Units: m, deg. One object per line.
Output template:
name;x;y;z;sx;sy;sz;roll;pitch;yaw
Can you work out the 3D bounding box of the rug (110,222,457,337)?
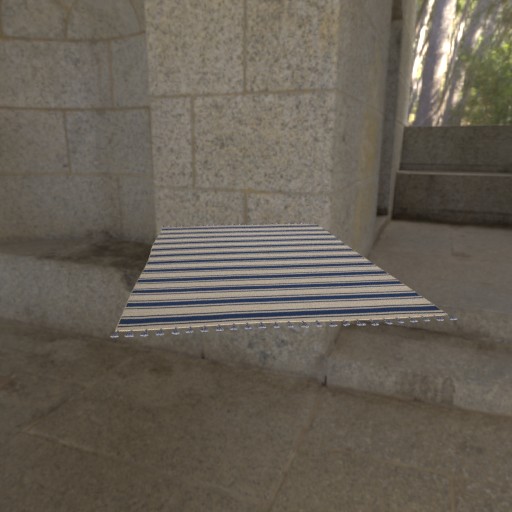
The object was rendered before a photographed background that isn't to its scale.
rug;0.000;0.000;2.570;1.248;0.009;2.108;-2;14;-7
